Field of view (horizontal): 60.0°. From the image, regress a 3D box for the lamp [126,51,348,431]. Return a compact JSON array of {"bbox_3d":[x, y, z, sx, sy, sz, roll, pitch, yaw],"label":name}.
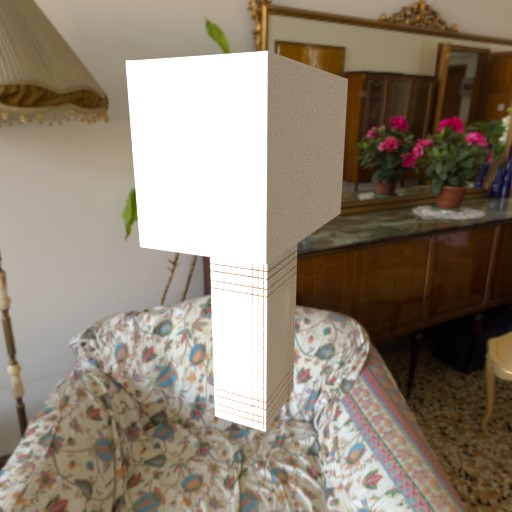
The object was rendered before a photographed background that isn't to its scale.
[{"bbox_3d":[0.000,0.000,0.701,0.182,0.543,0.334,8,18,24],"label":"lamp"}]
